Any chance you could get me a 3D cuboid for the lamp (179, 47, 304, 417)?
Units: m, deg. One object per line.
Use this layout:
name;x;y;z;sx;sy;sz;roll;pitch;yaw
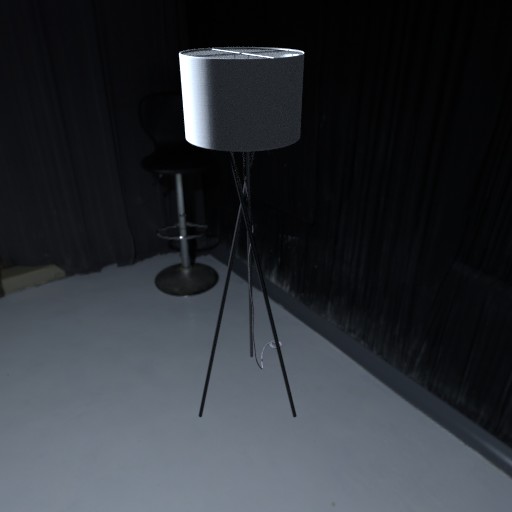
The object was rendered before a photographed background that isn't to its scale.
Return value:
lamp;0.000;0.000;1.938;0.667;1.624;0.522;-19;34;-30
